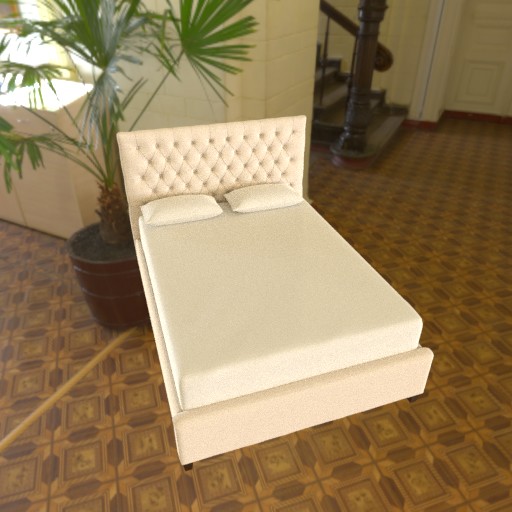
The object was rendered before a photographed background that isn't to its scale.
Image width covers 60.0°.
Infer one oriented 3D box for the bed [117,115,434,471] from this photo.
[{"bbox_3d":[0.000,0.000,3.360,1.696,1.426,2.233,-10,34,-16],"label":"bed"}]
